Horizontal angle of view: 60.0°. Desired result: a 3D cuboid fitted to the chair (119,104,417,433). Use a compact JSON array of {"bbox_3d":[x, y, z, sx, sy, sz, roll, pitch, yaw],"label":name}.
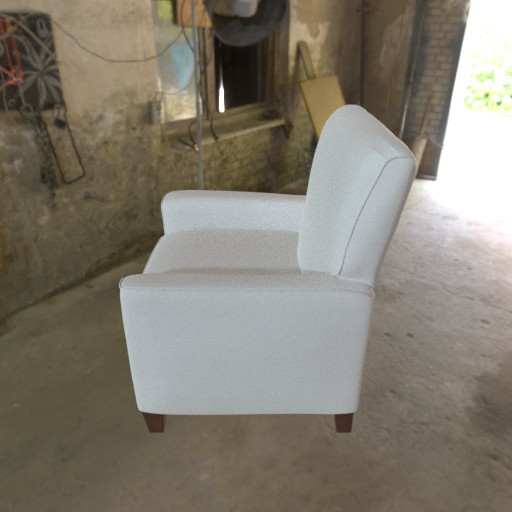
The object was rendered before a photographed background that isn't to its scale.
[{"bbox_3d":[0.000,0.000,1.665,0.858,1.028,0.841,0,28,0],"label":"chair"}]
